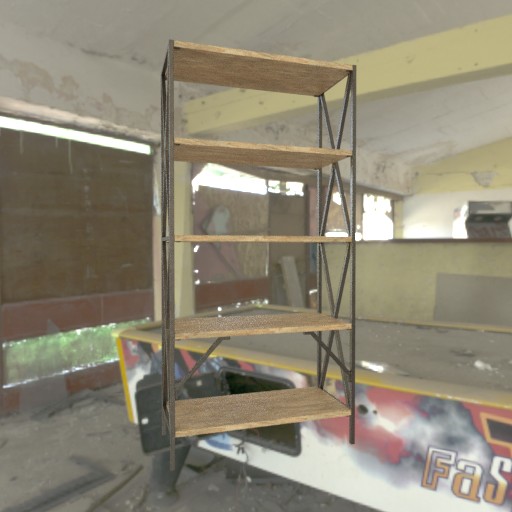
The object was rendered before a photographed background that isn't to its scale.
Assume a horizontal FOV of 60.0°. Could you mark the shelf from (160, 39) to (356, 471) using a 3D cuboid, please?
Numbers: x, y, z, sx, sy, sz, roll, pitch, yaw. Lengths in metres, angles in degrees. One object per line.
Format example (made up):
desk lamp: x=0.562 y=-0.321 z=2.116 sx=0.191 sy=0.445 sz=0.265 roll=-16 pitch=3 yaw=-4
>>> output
shelf: x=0.000 y=0.000 z=2.165 sx=0.874 sy=1.803 sz=0.386 roll=0 pitch=1 yaw=-17
